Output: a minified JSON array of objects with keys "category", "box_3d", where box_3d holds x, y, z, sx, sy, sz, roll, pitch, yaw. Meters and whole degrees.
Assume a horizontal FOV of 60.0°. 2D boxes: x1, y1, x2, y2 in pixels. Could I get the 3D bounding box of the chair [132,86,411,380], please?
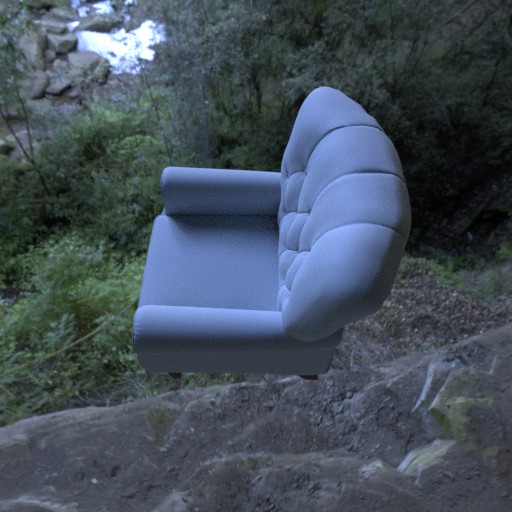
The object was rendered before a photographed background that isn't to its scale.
[{"category":"chair","box_3d":[0.000,0.000,2.103,1.128,1.217,1.090,1,57,1]}]
